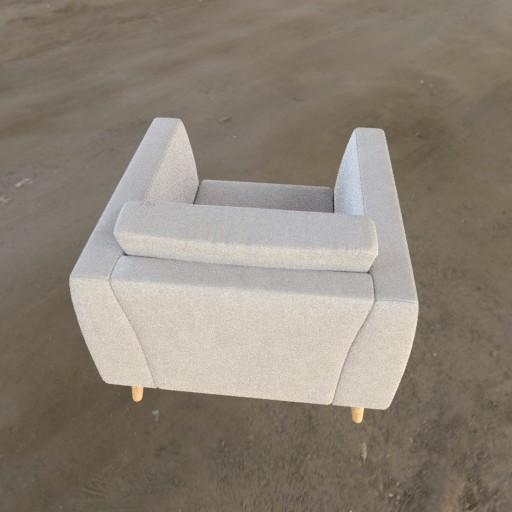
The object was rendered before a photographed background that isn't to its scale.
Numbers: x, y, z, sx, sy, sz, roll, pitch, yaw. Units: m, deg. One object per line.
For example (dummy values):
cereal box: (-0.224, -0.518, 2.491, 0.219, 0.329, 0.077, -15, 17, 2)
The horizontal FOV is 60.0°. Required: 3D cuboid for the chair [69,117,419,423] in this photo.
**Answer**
chair: (0.000, 0.000, 1.693, 1.000, 0.860, 0.930, 4, 45, 4)
